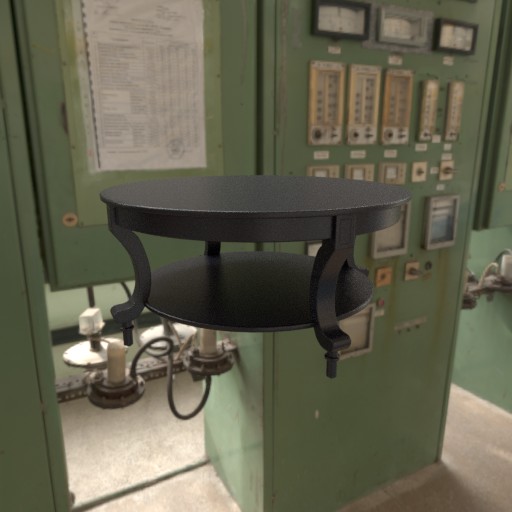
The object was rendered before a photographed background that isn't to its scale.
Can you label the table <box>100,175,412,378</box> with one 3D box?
[{"bbox_3d":[0.000,0.000,1.600,1.029,0.491,1.029,0,15,0],"label":"table"}]
